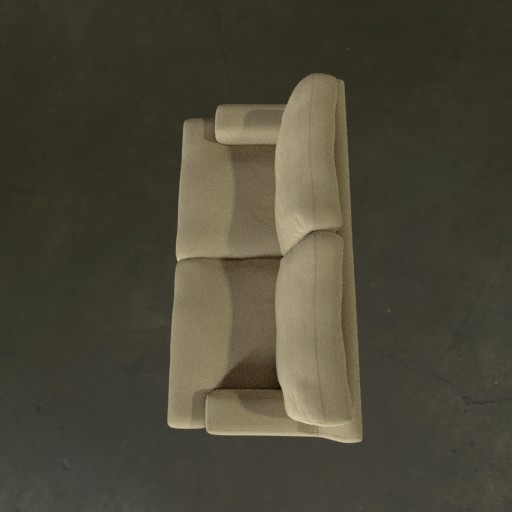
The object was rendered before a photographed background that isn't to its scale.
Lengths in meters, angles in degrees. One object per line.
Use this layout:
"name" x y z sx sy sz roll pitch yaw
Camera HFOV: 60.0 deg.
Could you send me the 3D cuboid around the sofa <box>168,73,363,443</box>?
"sofa" 0.000 0.000 2.480 0.962 0.967 1.885 0 75 0
